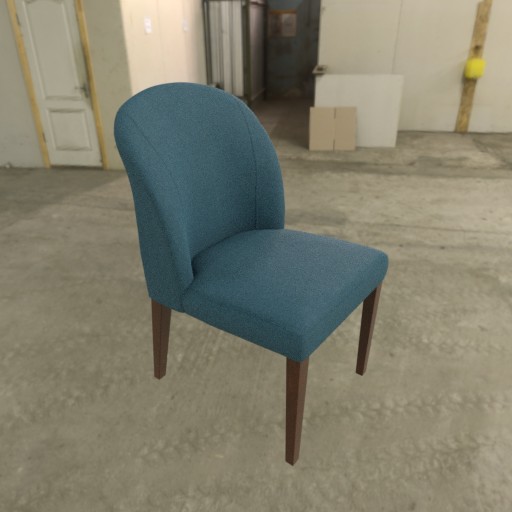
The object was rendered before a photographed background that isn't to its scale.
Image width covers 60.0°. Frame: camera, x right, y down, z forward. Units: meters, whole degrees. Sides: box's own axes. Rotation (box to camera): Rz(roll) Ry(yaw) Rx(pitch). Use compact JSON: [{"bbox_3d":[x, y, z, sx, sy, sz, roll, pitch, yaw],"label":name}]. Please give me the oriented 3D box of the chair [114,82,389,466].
[{"bbox_3d":[0.000,0.000,1.260,0.620,0.879,0.507,20,34,32],"label":"chair"}]
